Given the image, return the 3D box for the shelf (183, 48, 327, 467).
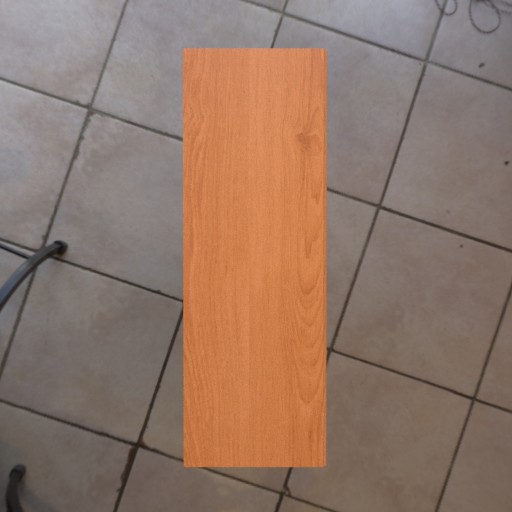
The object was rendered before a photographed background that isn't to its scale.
[{"bbox_3d":[0.000,0.000,1.379,0.291,0.980,0.840,0,91,0],"label":"shelf"}]
